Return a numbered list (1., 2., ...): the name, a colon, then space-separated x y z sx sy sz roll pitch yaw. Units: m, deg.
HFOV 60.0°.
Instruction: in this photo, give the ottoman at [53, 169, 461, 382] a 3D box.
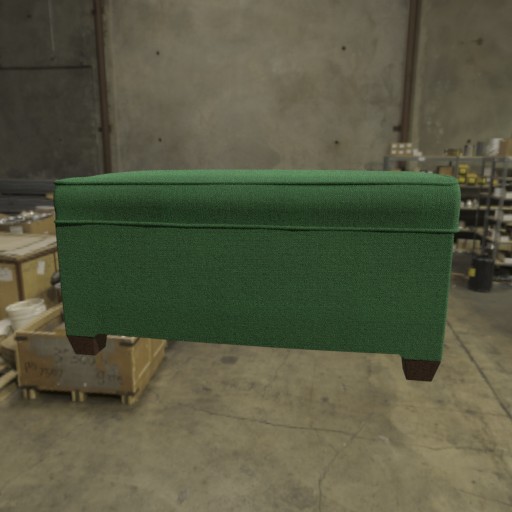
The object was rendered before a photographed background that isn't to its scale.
1. ottoman: 0.000 0.000 1.236 0.957 0.471 0.483 2 12 9
